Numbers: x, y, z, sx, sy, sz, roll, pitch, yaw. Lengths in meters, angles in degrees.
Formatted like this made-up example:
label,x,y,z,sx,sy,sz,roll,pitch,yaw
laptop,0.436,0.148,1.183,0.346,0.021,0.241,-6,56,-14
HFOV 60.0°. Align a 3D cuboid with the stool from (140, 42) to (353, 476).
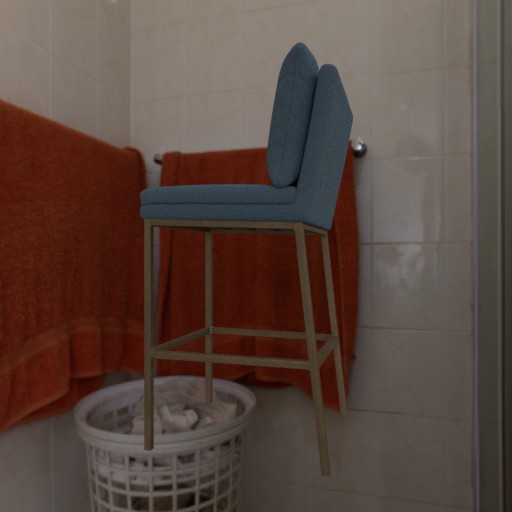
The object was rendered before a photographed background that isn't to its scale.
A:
label,x,y,z,sx,sy,sz,roll,pitch,yaw
stool,0.000,0.000,1.411,0.568,1.124,0.463,0,0,18
